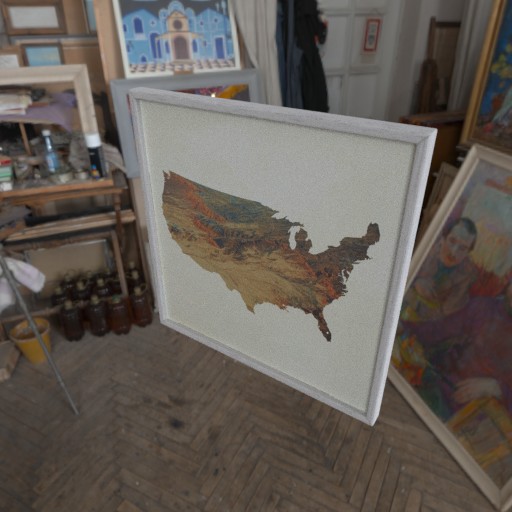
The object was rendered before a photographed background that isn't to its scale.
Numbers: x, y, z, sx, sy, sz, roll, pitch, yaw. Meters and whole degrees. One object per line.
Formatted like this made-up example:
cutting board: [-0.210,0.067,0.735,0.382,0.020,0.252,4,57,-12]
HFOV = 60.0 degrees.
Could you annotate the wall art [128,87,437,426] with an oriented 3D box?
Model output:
wall art: [0.000,0.000,1.962,1.287,1.288,0.078,19,35,29]
